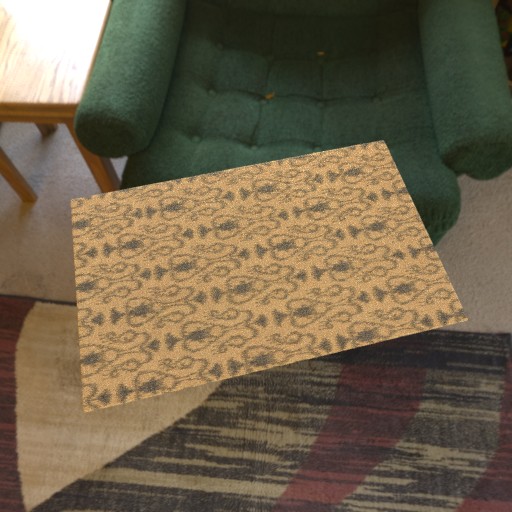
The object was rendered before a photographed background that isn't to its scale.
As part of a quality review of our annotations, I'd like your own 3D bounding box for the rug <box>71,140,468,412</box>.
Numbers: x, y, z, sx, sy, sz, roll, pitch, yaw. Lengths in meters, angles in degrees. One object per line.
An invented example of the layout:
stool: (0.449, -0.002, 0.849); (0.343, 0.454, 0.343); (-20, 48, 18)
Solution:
rug: (0.000, 0.000, 2.064); (1.652, 0.006, 1.035); (-12, 64, -6)
